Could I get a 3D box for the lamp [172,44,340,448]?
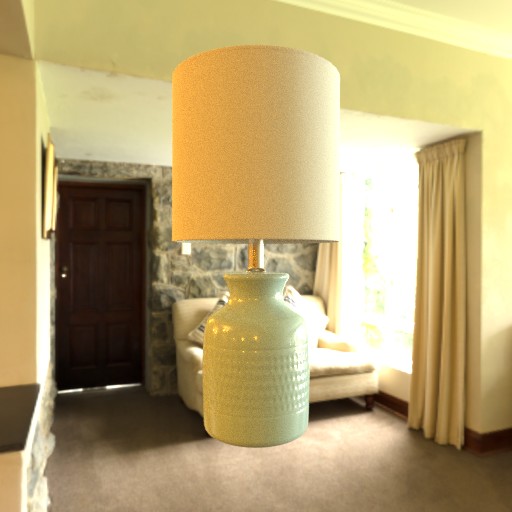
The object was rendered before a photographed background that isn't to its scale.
[{"bbox_3d":[0.000,0.000,1.122,0.418,0.871,0.418,0,0,18],"label":"lamp"}]
